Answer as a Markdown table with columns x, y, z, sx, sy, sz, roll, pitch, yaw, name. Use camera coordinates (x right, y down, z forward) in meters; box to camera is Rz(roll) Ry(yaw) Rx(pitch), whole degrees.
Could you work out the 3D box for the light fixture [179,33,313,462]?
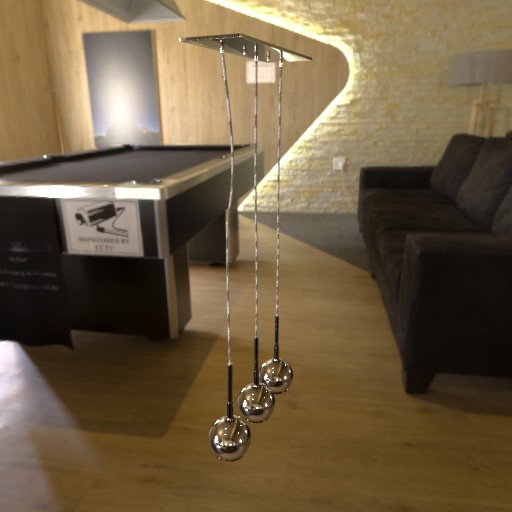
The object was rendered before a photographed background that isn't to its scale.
| x | y | z | sx | sy | sz | roll | pitch | yaw | name |
| --- | --- | --- | --- | --- | --- | --- | --- | --- | --- |
| 0.000 | 0.000 | 1.654 | 0.188 | 1.408 | 0.623 | 8 | 20 | 23 | light fixture |
